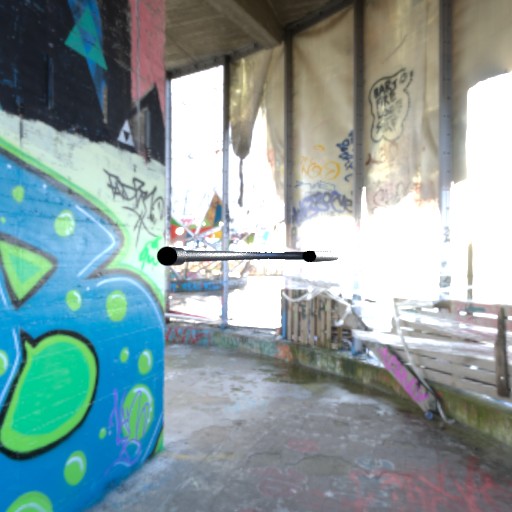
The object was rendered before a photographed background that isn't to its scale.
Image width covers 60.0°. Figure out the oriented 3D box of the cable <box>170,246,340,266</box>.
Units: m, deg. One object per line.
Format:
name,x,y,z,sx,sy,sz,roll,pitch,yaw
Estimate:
cable,0.000,0.000,0.113,0.040,0.006,0.098,0,0,19
